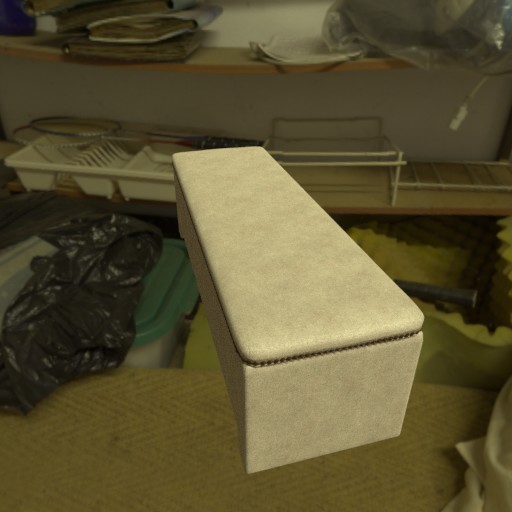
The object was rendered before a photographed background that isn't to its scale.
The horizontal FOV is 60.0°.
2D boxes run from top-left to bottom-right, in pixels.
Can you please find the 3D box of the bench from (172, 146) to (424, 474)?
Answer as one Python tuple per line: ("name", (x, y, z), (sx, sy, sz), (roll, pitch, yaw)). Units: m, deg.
("bench", (0.000, 0.000, 1.717), (0.470, 0.447, 1.482), (-8, 31, -13))
